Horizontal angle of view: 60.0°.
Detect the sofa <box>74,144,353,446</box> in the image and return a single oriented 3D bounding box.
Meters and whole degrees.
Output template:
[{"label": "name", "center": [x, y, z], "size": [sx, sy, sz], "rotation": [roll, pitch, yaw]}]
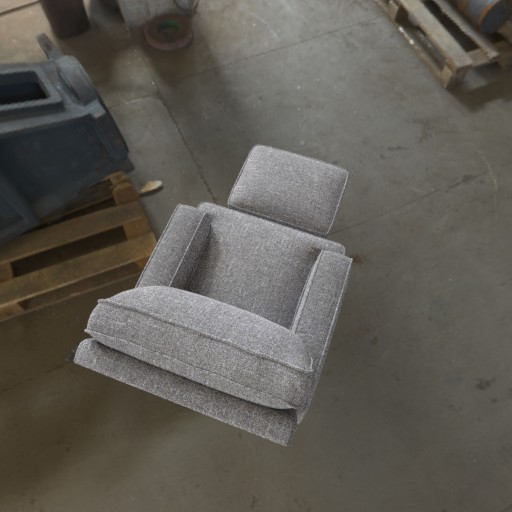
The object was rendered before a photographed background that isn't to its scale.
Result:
[{"label": "sofa", "center": [0.000, 0.000, 2.013], "size": [0.861, 0.959, 1.472], "rotation": [18, 65, 9]}]
